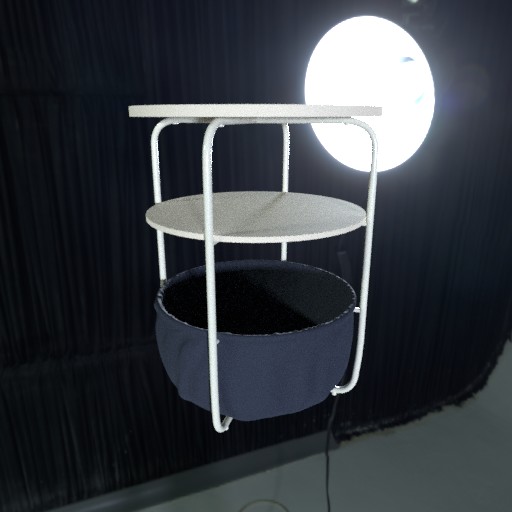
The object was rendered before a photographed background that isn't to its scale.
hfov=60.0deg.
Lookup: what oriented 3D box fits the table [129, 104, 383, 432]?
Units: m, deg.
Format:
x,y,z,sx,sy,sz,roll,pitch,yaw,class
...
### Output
x,y,z,sx,sy,sz,roll,pitch,yaw,class
0.000,0.000,0.835,0.418,0.532,0.418,-8,19,-25,table
